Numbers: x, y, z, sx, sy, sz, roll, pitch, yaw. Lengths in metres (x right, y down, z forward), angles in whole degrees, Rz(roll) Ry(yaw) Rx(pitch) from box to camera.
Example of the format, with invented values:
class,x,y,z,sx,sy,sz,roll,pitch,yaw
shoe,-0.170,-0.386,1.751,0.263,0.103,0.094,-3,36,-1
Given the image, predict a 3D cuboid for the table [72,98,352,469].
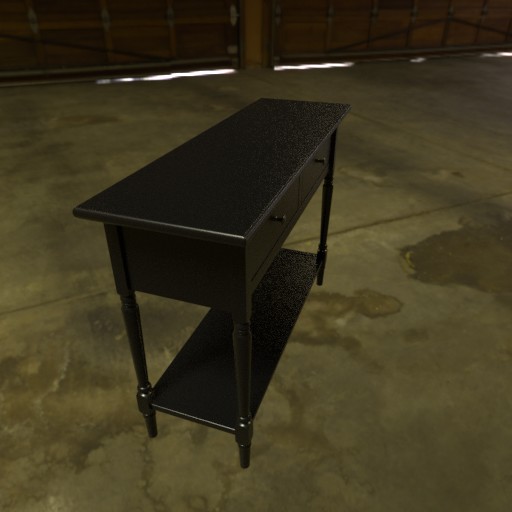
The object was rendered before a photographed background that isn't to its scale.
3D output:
class,x,y,z,sx,sy,sz,roll,pitch,yaw
table,0.000,0.000,1.548,0.386,0.819,1.191,10,32,17
